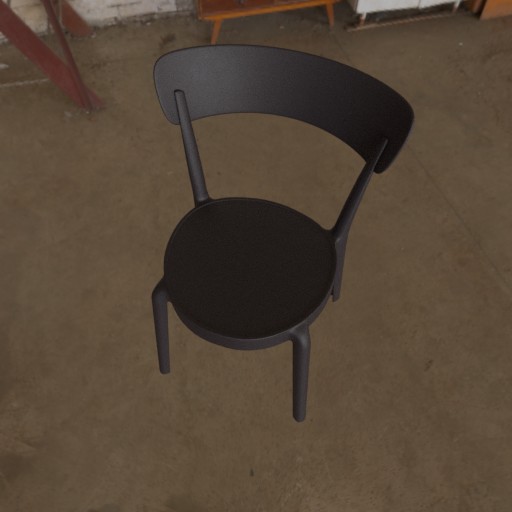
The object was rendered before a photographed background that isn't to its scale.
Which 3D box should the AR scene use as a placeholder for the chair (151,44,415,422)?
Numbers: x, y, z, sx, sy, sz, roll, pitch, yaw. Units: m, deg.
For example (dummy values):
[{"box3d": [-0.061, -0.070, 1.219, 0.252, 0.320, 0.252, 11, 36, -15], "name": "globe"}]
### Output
[{"box3d": [0.000, 0.000, 1.078, 0.506, 0.790, 0.491, 16, 58, 10], "name": "chair"}]
